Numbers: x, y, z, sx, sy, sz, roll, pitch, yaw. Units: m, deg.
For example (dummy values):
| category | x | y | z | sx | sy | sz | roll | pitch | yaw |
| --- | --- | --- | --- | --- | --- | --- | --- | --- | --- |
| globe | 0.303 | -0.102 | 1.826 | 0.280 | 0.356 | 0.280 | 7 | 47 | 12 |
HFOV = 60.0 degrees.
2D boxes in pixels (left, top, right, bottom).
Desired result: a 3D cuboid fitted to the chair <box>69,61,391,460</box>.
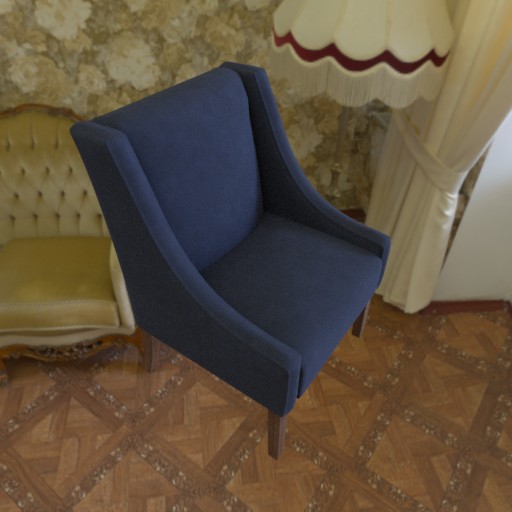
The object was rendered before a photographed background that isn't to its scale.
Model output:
| category | x | y | z | sx | sy | sz | roll | pitch | yaw |
| --- | --- | --- | --- | --- | --- | --- | --- | --- | --- |
| chair | 0.000 | 0.000 | 1.333 | 0.629 | 0.895 | 0.629 | 24 | 46 | 26 |
